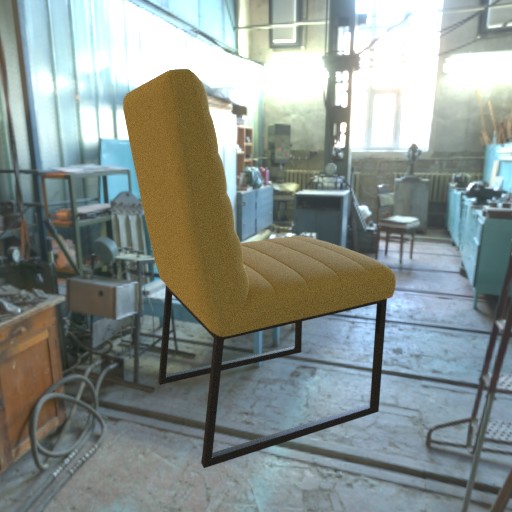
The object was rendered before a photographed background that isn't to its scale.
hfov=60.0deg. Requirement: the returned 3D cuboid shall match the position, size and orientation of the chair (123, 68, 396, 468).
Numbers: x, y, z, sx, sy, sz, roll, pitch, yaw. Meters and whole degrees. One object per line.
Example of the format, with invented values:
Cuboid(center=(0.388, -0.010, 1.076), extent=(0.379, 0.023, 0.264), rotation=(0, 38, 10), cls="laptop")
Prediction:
Cuboid(center=(0.000, 0.000, 1.300), extent=(0.634, 0.930, 0.520), rotation=(-7, 15, -25), cls="chair")
